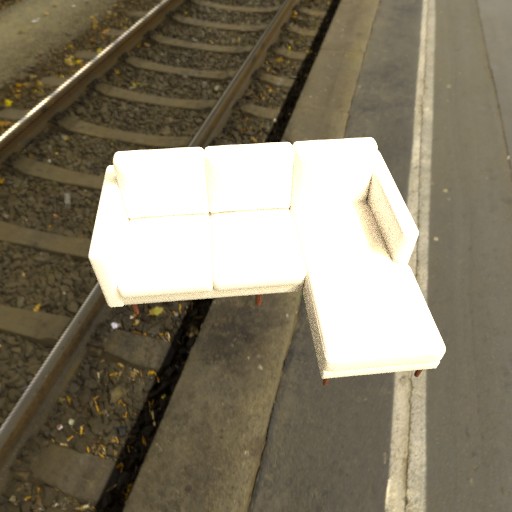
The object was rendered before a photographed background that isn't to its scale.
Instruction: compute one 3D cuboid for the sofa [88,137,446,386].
[{"bbox_3d":[0.000,0.000,2.920,2.029,0.899,1.580,-4,48,-4],"label":"sofa"}]
